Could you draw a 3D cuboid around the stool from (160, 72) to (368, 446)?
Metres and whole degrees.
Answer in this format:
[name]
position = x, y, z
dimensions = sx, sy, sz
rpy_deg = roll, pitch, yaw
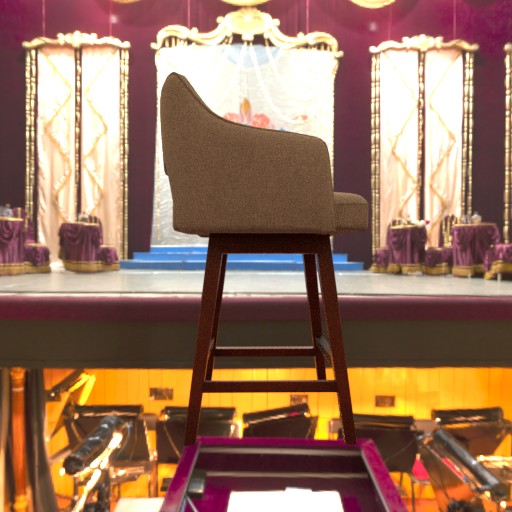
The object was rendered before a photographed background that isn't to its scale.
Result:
[stool]
position = 0.000, 0.000, 1.329
dimensions = 0.558, 0.944, 0.599
rpy_deg = 0, 1, -1
